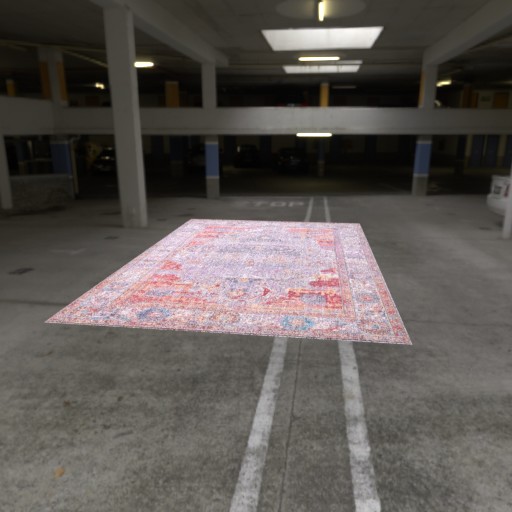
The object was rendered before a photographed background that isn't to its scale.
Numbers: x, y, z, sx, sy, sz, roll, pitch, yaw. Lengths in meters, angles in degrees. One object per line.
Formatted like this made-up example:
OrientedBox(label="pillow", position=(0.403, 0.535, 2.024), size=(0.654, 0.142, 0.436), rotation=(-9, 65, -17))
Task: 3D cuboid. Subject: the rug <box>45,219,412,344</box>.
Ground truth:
OrientedBox(label="rug", position=(0.000, 0.000, 2.313), size=(1.219, 0.005, 1.829), rotation=(2, 16, 7))
